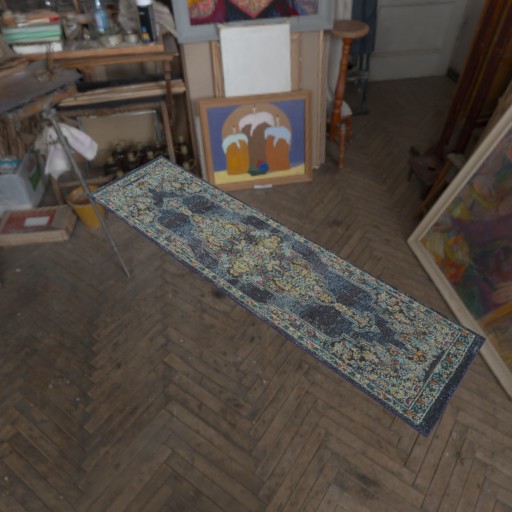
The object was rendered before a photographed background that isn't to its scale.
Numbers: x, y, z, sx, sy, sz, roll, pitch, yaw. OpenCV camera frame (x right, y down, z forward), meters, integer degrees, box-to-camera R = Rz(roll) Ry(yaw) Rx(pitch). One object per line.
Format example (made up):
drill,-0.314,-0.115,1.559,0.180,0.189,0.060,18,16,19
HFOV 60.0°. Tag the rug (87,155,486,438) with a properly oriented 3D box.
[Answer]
rug,0.000,0.000,2.385,2.283,0.016,0.602,32,54,28
